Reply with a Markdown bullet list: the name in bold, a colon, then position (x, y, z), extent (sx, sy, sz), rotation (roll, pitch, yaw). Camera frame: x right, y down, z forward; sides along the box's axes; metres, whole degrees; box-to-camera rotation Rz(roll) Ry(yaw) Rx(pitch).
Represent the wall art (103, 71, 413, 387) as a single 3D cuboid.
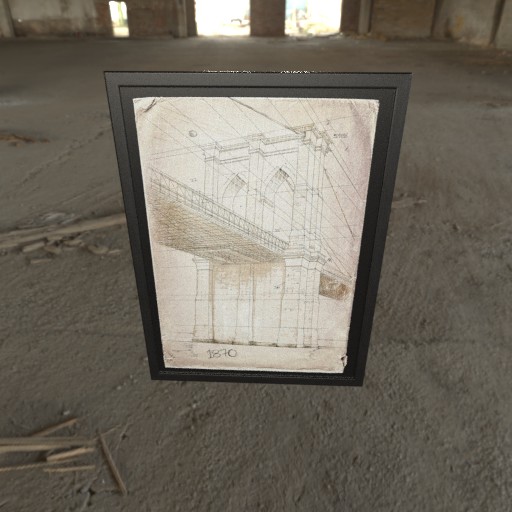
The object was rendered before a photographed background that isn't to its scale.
- **wall art**: position (0.000, 0.000, 1.253), extent (0.707, 0.967, 0.013), rotation (1, 29, 2)
